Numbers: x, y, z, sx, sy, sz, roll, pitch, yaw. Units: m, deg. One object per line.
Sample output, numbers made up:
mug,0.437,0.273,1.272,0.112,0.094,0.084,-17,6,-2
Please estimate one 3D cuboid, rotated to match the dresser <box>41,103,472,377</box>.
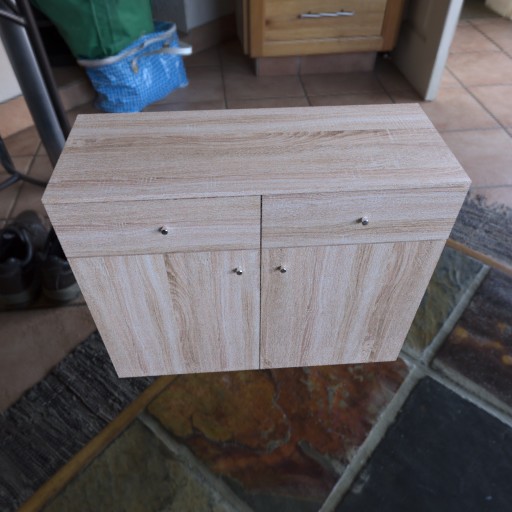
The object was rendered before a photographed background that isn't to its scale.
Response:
dresser,0.000,0.000,1.594,1.100,0.900,0.450,-3,46,-3
